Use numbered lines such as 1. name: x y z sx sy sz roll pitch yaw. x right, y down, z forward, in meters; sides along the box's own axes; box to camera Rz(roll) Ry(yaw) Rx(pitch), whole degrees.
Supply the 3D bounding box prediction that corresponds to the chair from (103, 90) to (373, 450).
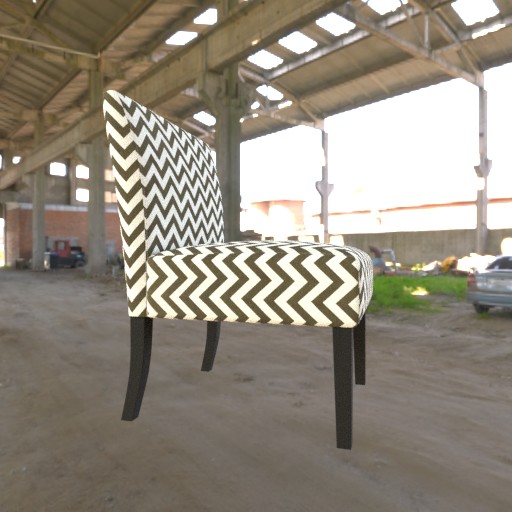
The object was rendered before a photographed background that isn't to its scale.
1. chair: 0.000 0.000 1.298 0.648 0.838 0.589 0 0 17
